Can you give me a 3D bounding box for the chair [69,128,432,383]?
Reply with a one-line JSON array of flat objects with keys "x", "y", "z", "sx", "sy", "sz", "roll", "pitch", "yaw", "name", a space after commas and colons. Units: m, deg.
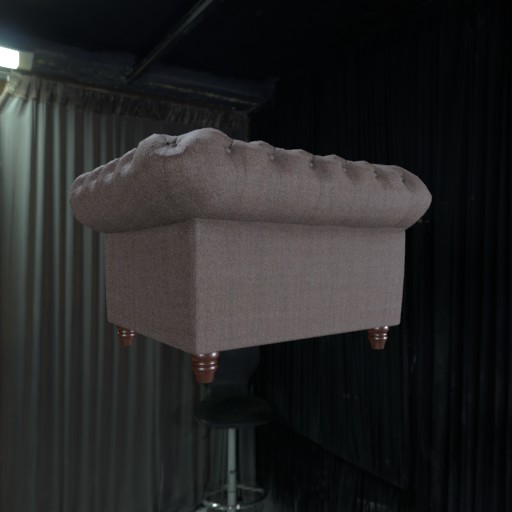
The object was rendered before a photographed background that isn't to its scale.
[{"x": 0.000, "y": 0.000, "z": 1.871, "sx": 1.298, "sy": 0.780, "sz": 0.945, "roll": 0, "pitch": 0, "yaw": -36, "name": "chair"}]
